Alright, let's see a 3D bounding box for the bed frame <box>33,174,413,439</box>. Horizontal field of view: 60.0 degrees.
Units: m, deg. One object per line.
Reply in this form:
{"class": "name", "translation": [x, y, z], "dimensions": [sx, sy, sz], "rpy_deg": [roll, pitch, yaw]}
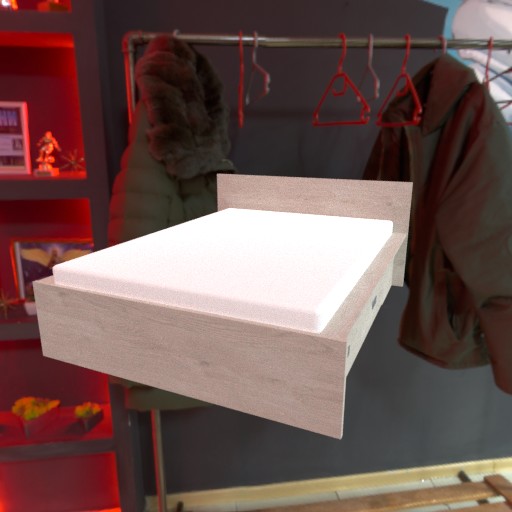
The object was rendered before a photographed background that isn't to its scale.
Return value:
{"class": "bed frame", "translation": [0.000, 0.000, 2.809], "dimensions": [1.622, 0.800, 1.960], "rpy_deg": [7, 17, 23]}
